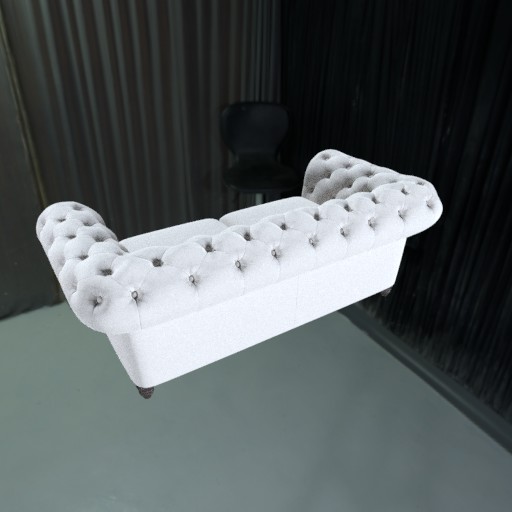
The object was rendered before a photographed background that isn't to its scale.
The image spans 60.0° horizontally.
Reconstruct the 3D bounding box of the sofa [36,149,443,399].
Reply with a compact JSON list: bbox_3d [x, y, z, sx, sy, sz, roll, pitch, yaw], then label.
[{"bbox_3d":[0.000,0.000,2.432,1.998,0.764,0.986,-17,34,-28],"label":"sofa"}]
